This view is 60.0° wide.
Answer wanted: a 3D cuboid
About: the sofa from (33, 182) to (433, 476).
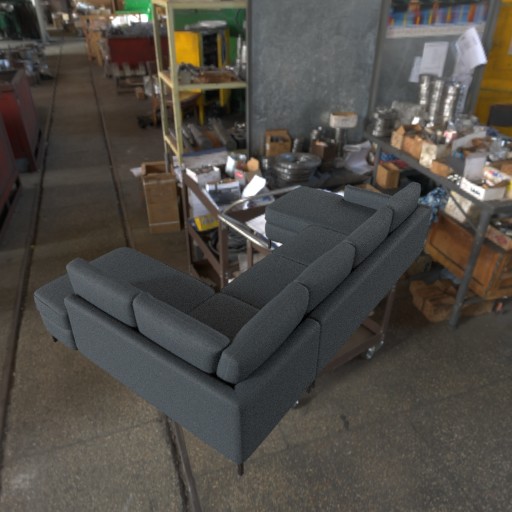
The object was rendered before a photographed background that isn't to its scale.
[{"bbox_3d":[0.000,0.000,3.795,1.984,0.858,2.975,22,38,31],"label":"sofa"}]
